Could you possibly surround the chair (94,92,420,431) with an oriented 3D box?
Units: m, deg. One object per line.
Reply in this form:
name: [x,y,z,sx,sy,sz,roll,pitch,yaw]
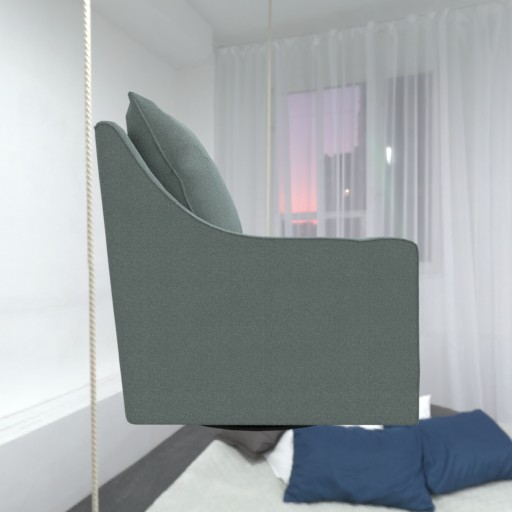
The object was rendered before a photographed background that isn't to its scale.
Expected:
chair: [0.000,0.000,1.525,0.870,0.926,0.760,0,1,0]
